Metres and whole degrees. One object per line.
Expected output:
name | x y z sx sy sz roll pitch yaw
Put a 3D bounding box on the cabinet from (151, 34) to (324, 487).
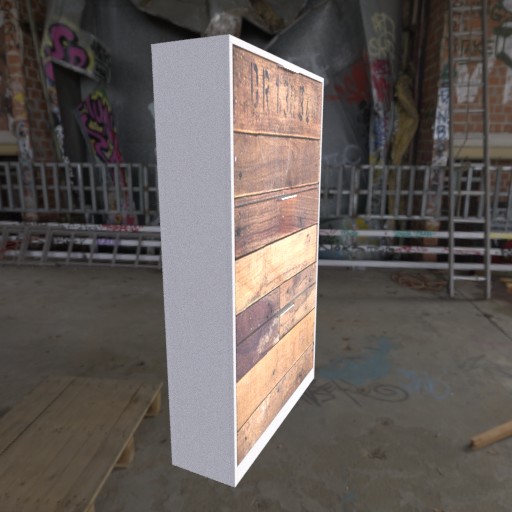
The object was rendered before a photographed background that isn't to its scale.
cabinet | 0.000 0.000 1.589 0.250 1.280 0.750 6 15 25
